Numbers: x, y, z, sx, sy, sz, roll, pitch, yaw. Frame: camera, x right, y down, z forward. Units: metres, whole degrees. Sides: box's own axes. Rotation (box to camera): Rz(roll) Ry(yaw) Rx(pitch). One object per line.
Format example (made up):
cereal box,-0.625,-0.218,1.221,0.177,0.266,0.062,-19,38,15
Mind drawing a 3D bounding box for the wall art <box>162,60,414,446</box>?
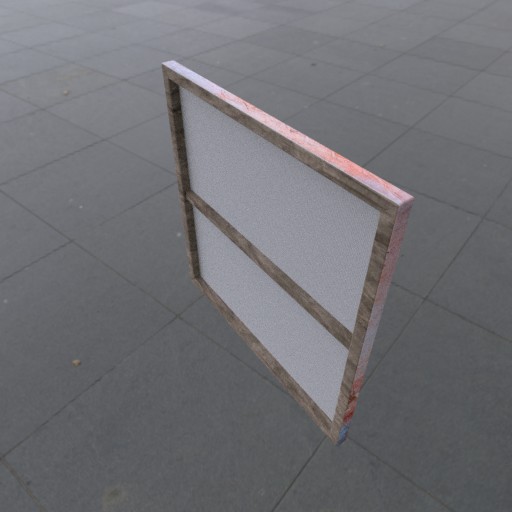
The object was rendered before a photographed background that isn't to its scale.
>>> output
wall art,0.000,0.000,1.113,0.035,0.747,0.747,-26,48,-26
